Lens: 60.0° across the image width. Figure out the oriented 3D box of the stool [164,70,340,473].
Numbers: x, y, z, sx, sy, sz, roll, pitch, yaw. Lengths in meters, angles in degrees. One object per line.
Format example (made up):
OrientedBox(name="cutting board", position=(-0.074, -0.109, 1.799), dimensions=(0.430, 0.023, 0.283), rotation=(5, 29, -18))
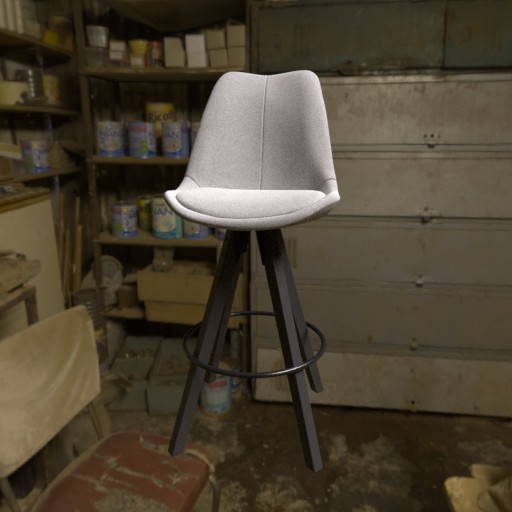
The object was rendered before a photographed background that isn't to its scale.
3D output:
OrientedBox(name="stool", position=(0.000, 0.000, 1.362), dimensions=(0.485, 1.115, 0.550), rotation=(2, 16, 9))
